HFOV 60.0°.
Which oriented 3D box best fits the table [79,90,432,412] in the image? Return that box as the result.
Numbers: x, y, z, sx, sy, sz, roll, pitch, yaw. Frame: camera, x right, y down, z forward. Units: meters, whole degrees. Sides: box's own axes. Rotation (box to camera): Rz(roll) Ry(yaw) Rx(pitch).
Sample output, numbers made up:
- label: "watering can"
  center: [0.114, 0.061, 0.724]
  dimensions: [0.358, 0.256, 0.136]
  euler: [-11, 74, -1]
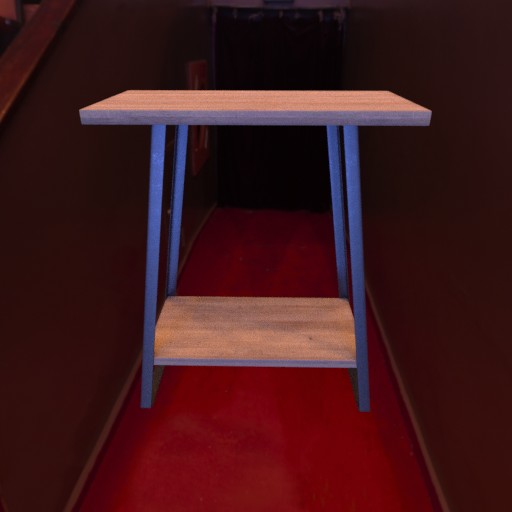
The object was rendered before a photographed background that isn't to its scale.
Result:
- label: "table"
  center: [0.000, 0.000, 1.041]
  dimensions: [0.599, 0.701, 0.300]
  euler: [1, 26, 1]
